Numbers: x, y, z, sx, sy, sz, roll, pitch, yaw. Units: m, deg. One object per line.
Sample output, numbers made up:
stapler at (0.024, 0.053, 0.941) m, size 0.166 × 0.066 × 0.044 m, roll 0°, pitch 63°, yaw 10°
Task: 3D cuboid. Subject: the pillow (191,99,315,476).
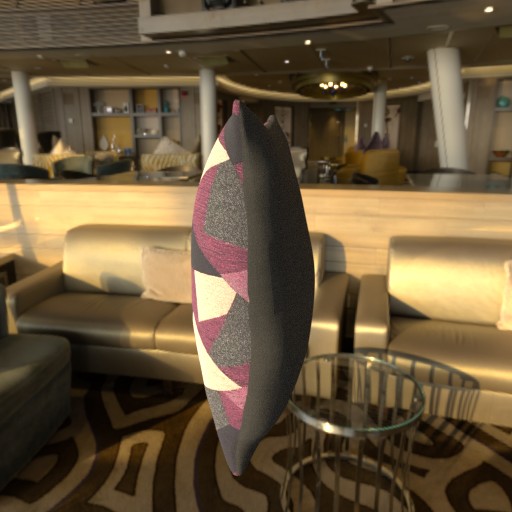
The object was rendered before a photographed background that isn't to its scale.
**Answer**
pillow at (0.000, 0.000, 0.779) m, size 0.208 × 0.496 × 0.503 m, roll 2°, pitch 15°, yaw 7°
